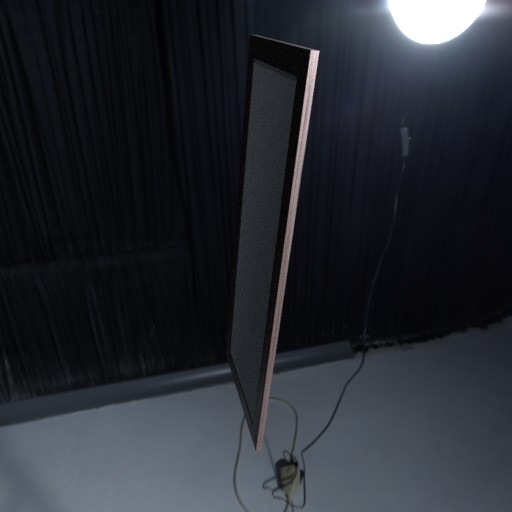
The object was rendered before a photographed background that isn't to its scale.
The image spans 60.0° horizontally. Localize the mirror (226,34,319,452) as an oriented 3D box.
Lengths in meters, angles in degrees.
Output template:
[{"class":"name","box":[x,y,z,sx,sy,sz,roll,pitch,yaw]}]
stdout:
[{"class":"mirror","box":[0.000,0.000,2.310,0.221,2.020,0.812,-8,31,-13]}]
